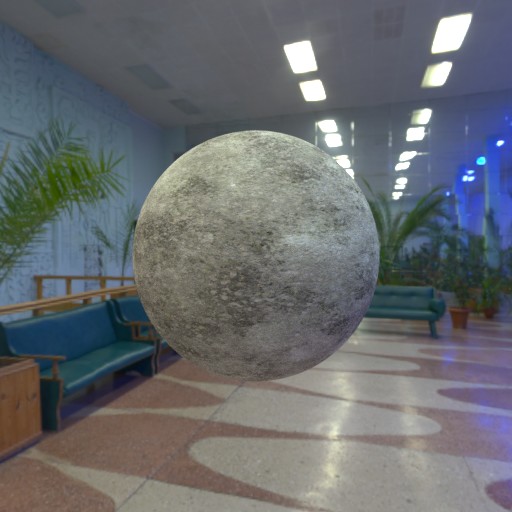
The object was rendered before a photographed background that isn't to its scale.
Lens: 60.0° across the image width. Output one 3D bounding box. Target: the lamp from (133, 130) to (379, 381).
[{"bbox_3d":[0.000,0.000,0.785,0.422,0.429,0.422,0,1,0],"label":"lamp"}]
